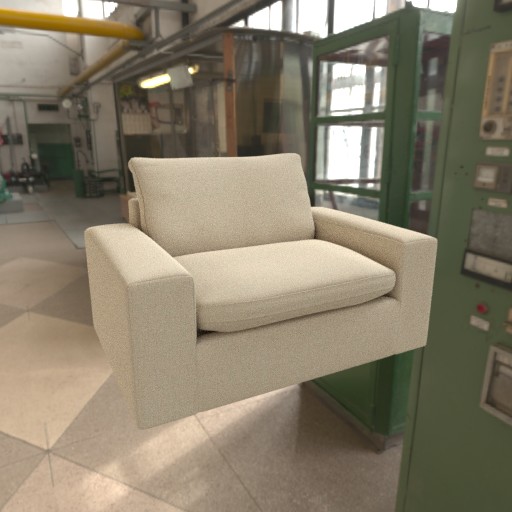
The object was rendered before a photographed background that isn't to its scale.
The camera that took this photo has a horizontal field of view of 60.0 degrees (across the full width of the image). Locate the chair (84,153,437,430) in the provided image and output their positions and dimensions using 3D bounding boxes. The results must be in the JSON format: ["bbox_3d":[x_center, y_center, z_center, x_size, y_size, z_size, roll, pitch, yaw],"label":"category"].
[{"bbox_3d":[0.000,0.000,2.106,1.398,0.915,1.039,-8,17,-27],"label":"chair"}]
